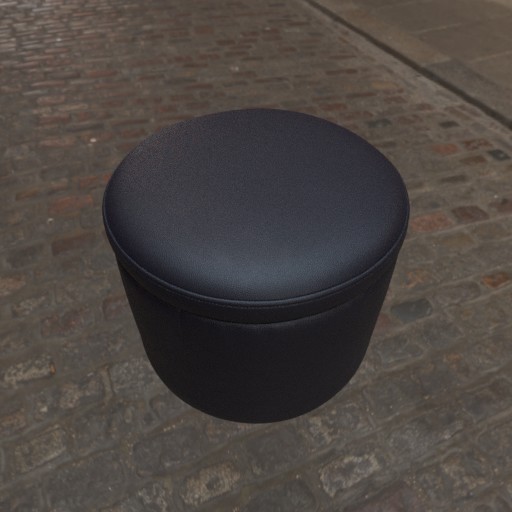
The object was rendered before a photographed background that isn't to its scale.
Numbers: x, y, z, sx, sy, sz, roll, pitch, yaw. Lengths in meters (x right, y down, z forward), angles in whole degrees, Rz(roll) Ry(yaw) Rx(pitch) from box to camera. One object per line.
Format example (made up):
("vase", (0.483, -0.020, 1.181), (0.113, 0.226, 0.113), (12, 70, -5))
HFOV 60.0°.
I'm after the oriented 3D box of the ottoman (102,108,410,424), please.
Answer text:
("ottoman", (0.000, 0.000, 0.857), (0.501, 0.409, 0.501), (0, 46, 0))
